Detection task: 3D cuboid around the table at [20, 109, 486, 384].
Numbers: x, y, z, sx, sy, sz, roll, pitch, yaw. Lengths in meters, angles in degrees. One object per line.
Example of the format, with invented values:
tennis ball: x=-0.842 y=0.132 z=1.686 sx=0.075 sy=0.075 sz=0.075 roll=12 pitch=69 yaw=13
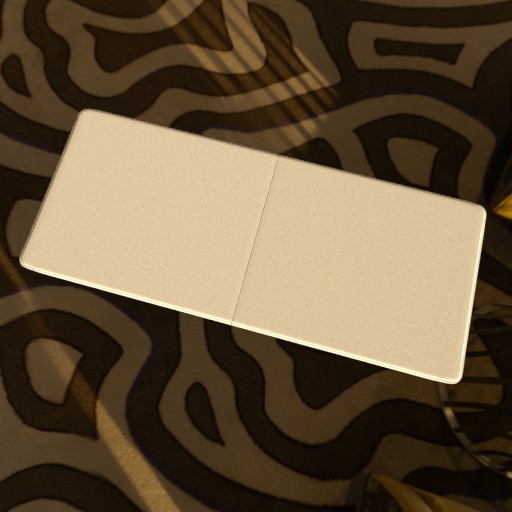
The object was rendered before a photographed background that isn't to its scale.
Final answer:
table: x=0.000 y=0.000 z=2.189 sx=1.829 sy=0.719 sz=0.761 roll=15 pitch=77 yaw=4
